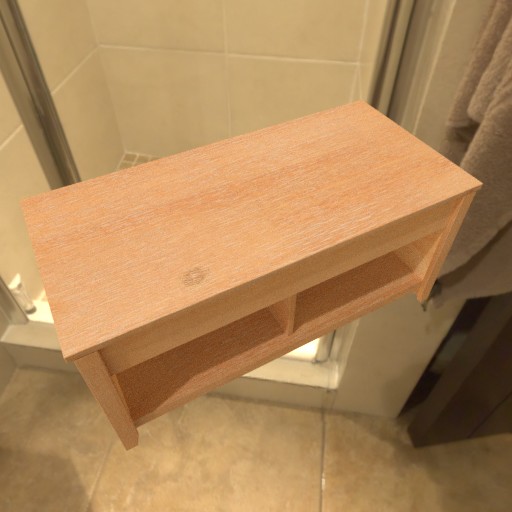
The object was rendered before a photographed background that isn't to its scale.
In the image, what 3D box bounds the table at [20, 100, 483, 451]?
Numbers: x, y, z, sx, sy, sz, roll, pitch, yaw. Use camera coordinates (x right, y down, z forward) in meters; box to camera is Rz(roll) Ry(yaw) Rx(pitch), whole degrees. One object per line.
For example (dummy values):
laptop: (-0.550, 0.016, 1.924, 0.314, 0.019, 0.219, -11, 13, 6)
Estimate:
table: (0.000, 0.000, 1.240, 1.016, 0.457, 0.483, -22, 51, -19)
